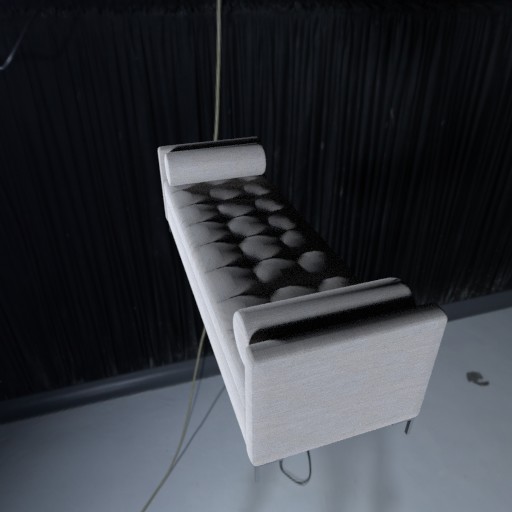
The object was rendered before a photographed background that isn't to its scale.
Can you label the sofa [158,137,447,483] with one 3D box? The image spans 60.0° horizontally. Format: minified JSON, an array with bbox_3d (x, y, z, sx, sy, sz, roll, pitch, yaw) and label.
[{"bbox_3d":[0.000,0.000,2.307,0.686,0.635,1.981,-10,34,-15],"label":"sofa"}]
